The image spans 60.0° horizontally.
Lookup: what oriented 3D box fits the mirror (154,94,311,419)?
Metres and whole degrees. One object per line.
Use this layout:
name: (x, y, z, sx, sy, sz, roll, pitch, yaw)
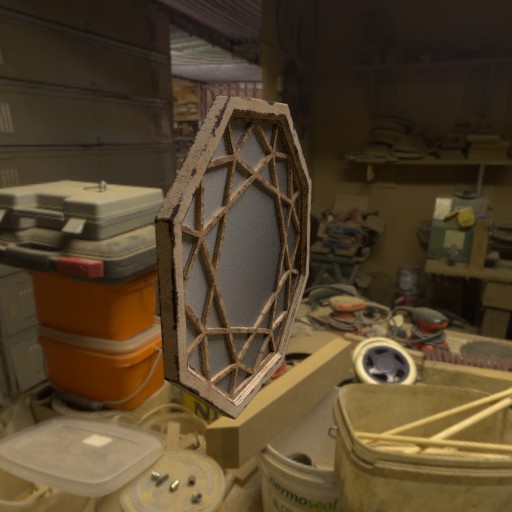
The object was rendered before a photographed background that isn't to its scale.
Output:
mirror: (0.000, 0.000, 0.974, 0.031, 0.648, 0.648, 7, 17, 24)
